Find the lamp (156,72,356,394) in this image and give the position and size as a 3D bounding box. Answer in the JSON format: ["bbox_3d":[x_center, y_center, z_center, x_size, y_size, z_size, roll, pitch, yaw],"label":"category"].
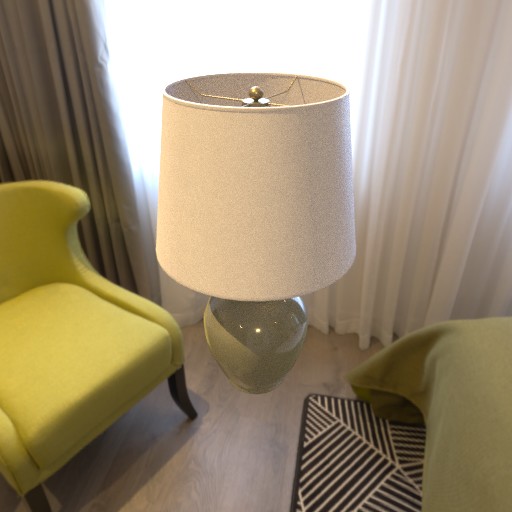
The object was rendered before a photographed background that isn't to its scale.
[{"bbox_3d":[0.000,0.000,0.551,0.239,0.399,0.239,0,31,0],"label":"lamp"}]
